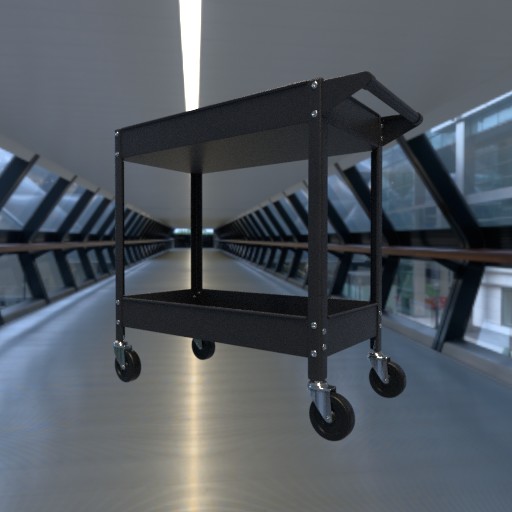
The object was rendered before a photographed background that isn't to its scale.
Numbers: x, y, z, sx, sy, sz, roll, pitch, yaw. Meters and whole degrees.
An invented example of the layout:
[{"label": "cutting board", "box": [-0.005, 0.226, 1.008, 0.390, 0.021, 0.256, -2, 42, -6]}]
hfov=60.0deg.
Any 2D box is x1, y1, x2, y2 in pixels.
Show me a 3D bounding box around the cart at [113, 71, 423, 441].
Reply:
[{"label": "cart", "box": [0.000, 0.000, 1.190, 0.779, 0.719, 0.366, 1, 1, 36]}]
